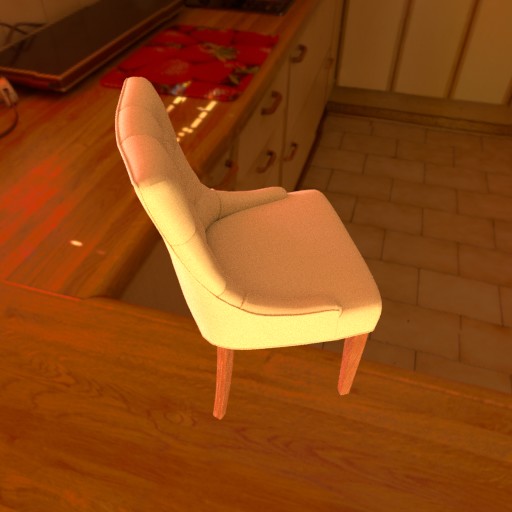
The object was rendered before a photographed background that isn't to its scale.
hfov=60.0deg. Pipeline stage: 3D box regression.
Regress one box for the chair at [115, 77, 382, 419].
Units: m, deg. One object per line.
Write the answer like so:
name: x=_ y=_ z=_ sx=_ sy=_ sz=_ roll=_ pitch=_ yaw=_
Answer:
chair: x=0.000 y=0.000 z=1.209 sx=0.565 sy=0.874 sz=0.509 roll=-10 pitch=46 yaw=-10
